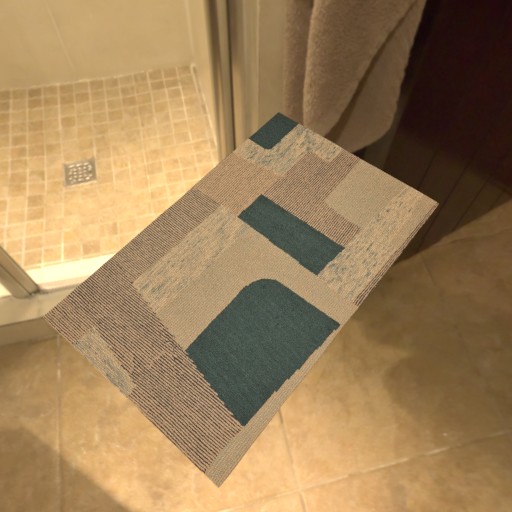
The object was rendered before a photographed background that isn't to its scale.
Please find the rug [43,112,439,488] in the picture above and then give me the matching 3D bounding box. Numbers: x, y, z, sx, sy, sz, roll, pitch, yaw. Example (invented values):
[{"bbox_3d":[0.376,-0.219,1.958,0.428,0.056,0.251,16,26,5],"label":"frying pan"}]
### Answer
[{"bbox_3d":[0.000,0.000,3.057,1.521,0.015,2.436,36,66,19],"label":"rug"}]
